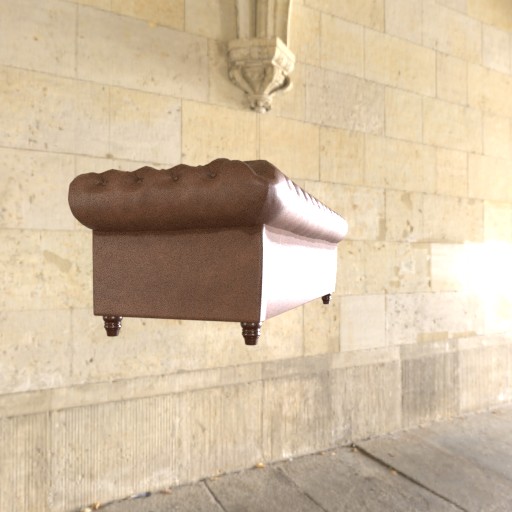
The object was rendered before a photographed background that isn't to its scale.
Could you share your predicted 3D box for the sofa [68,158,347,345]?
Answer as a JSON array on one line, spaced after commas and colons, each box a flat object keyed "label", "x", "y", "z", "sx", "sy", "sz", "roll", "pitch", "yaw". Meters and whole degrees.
[{"label": "sofa", "x": 0.000, "y": 0.000, "z": 2.878, "sx": 0.944, "sy": 0.783, "sz": 2.385, "roll": 0, "pitch": -1, "yaw": 18}]
